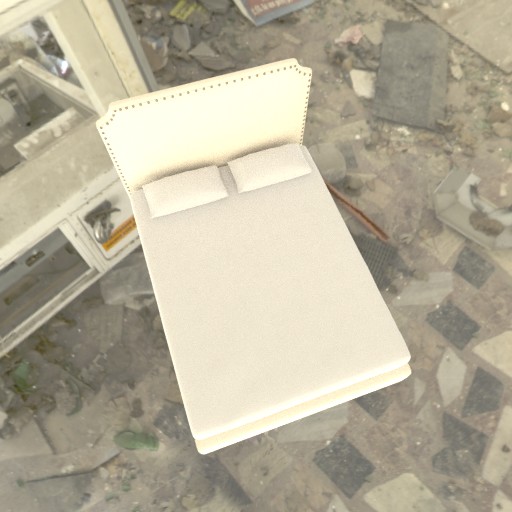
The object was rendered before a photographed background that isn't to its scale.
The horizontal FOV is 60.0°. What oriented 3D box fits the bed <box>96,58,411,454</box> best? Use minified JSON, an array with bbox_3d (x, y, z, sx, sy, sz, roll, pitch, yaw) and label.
[{"bbox_3d":[0.000,0.000,3.451,1.712,1.497,2.372,-17,65,-8],"label":"bed"}]
